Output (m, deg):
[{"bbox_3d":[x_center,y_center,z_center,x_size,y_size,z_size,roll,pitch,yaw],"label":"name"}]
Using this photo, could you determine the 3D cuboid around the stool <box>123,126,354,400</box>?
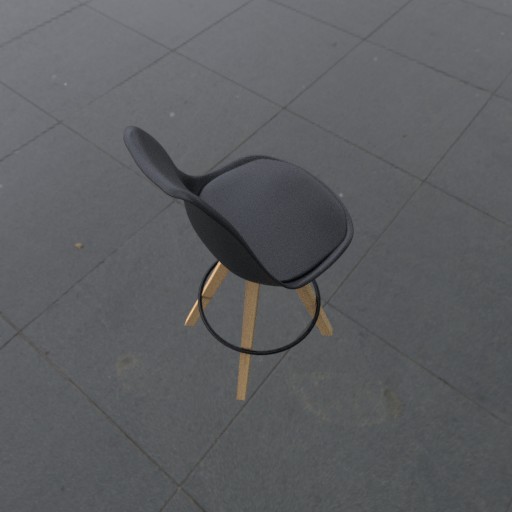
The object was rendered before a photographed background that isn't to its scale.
[{"bbox_3d":[0.000,0.000,1.403,0.550,1.115,0.485,-32,62,-19],"label":"stool"}]
